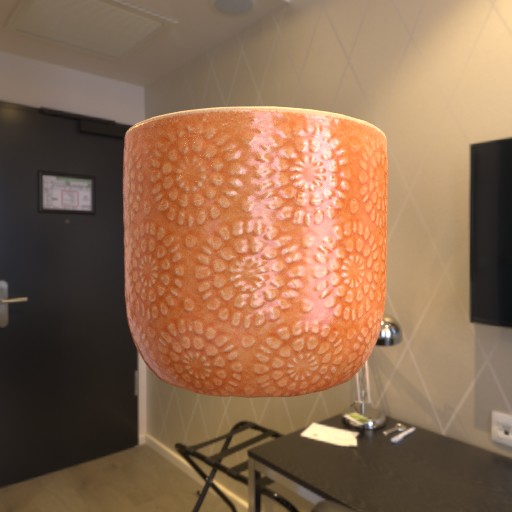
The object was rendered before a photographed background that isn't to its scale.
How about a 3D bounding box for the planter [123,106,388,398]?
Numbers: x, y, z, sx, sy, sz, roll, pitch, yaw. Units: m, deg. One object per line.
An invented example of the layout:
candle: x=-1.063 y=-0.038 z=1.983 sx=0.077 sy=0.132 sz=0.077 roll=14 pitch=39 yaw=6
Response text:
planter: x=0.000 y=0.000 z=0.290 sx=0.170 sy=0.152 sz=0.170 roll=0 pitch=1 yaw=0
